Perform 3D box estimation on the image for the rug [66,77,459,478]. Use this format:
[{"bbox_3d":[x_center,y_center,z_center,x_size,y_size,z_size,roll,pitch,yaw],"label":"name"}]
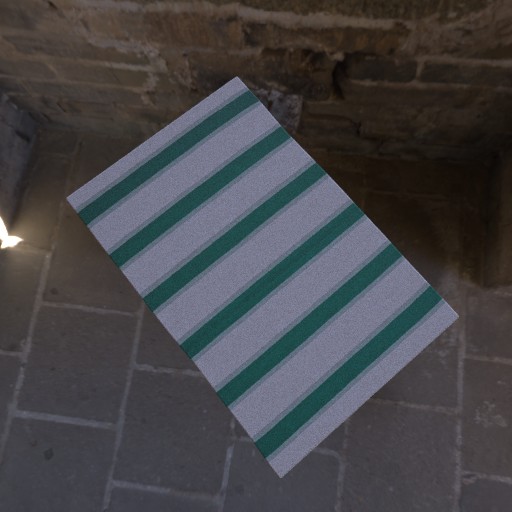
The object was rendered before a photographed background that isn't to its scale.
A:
[{"bbox_3d":[0.000,0.000,2.363,1.210,0.012,1.829,-39,79,-9],"label":"rug"}]
